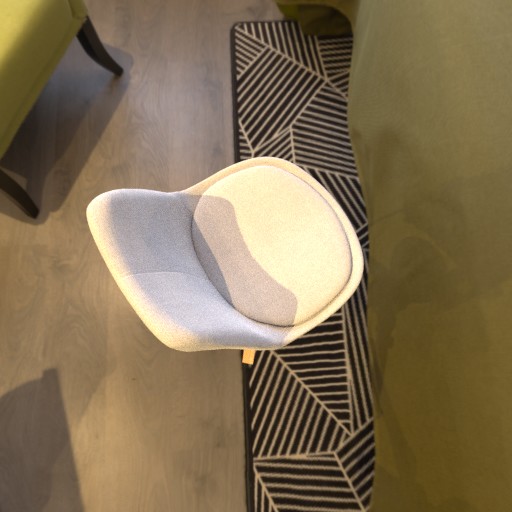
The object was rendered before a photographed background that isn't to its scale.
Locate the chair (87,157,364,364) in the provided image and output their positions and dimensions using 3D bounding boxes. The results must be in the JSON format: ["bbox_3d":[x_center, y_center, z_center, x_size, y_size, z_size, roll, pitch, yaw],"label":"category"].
[{"bbox_3d":[0.000,0.000,1.167,0.549,0.863,0.474,-33,78,-8],"label":"chair"}]
